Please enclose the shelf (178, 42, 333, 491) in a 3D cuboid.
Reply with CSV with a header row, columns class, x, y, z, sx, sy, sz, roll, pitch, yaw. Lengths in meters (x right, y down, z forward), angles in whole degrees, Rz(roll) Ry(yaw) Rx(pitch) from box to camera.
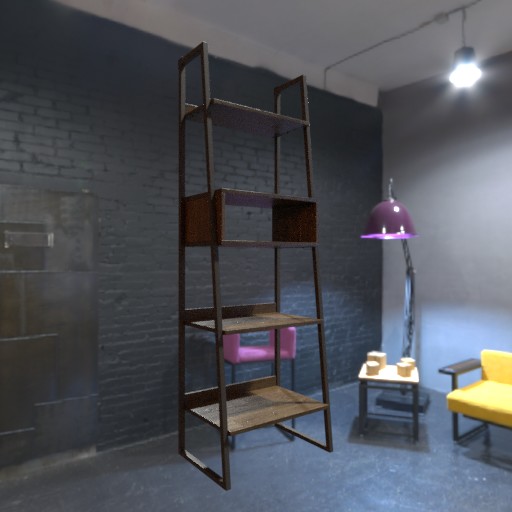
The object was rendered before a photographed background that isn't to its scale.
class,x,y,z,sx,sy,sz,roll,pitch,yaw
shelf,0.000,0.000,2.267,0.652,2.005,0.454,0,0,-36
